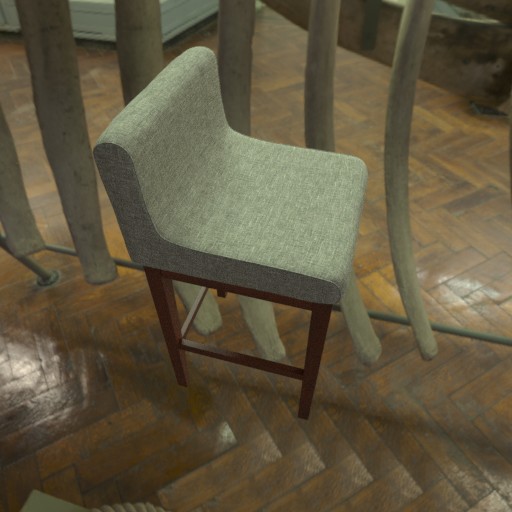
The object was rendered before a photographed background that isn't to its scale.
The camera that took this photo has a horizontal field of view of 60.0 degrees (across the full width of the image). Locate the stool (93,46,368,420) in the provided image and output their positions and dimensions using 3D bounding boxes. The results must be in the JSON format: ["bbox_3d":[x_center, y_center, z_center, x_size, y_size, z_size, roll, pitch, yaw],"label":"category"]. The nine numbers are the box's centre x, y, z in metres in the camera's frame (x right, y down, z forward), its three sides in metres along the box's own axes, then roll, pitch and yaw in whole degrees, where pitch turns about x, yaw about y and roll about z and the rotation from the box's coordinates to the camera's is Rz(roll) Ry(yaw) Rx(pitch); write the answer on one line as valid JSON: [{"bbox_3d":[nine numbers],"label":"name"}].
[{"bbox_3d":[0.000,0.000,1.099,0.459,0.835,0.417,12,47,11],"label":"stool"}]
